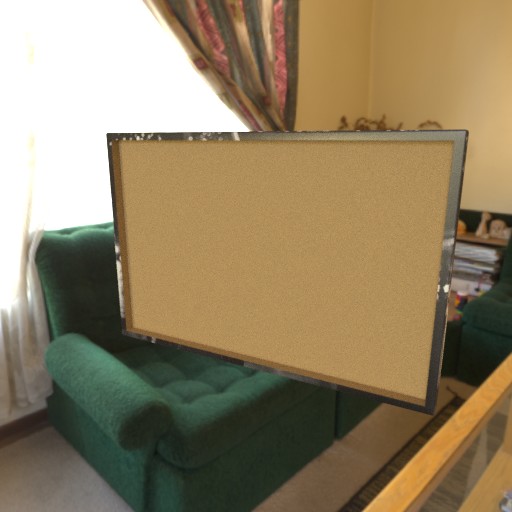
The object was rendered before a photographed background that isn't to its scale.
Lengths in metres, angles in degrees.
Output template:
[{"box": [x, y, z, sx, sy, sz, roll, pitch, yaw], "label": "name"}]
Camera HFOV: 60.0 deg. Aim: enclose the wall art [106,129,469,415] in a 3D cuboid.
[{"box": [0.000, 0.000, 0.751, 0.609, 0.406, 0.037, 8, 17, 26], "label": "wall art"}]
